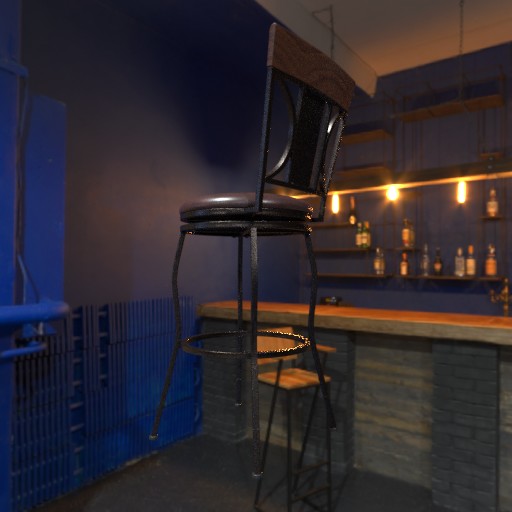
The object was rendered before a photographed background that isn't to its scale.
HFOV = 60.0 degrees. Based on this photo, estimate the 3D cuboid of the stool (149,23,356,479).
[{"bbox_3d":[0.000,0.000,1.392,0.513,1.130,0.448,-1,-2,38],"label":"stool"}]
